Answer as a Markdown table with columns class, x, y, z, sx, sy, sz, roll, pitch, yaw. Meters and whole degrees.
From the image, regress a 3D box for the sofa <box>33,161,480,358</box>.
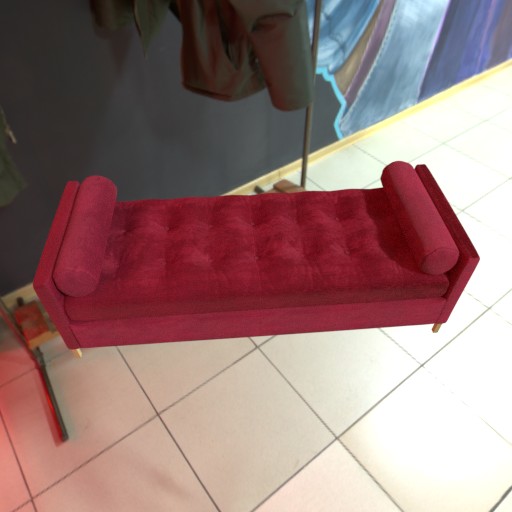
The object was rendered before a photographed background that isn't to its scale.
| class | x | y | z | sx | sy | sz | roll | pitch | yaw |
| --- | --- | --- | --- | --- | --- | --- | --- | --- | --- |
| sofa | 0.000 | 0.000 | 2.508 | 2.102 | 0.705 | 0.796 | -3 | 47 | -3 |
